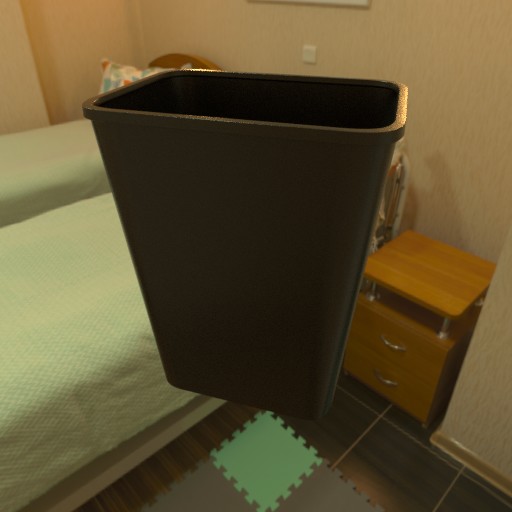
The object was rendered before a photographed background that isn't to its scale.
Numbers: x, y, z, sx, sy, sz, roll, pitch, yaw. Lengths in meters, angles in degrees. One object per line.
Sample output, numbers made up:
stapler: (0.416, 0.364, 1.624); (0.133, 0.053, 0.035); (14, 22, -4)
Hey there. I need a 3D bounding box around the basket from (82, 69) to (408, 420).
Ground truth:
basket: (0.000, 0.000, 0.736); (0.394, 0.521, 0.287); (9, 33, 14)
